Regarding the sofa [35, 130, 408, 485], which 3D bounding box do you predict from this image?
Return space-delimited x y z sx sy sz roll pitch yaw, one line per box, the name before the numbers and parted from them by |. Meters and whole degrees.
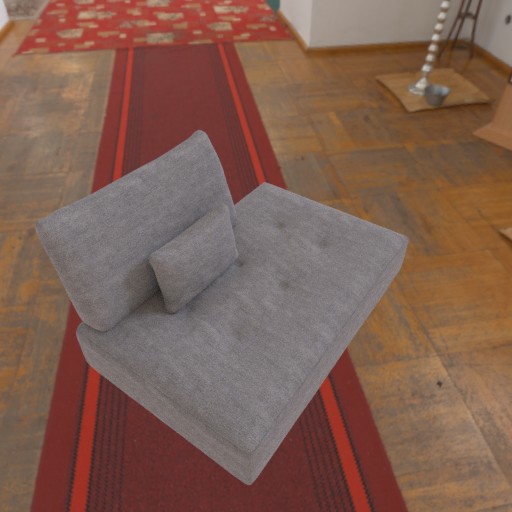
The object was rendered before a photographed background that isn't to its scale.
sofa | 0.000 0.000 2.035 1.002 0.820 1.450 25 48 26
